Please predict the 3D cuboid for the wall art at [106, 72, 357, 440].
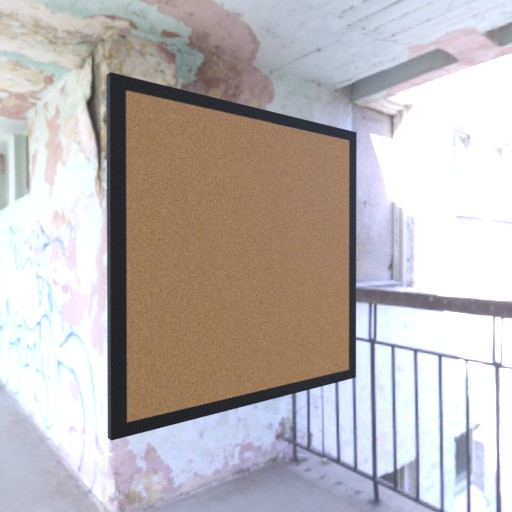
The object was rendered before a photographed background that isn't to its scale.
[{"bbox_3d":[0.000,0.000,0.994,0.663,0.659,0.016,0,1,-37],"label":"wall art"}]
